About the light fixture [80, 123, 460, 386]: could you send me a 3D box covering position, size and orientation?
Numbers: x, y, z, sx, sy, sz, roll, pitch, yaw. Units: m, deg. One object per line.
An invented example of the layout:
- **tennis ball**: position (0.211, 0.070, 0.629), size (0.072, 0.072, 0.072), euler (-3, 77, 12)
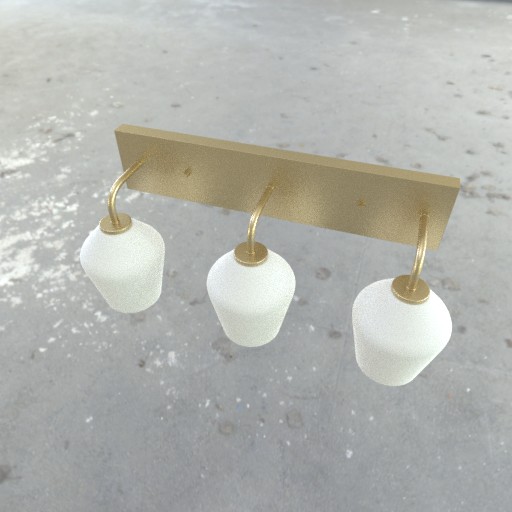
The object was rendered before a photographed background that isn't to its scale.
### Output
- **light fixture**: position (0.000, 0.000, 0.703), size (0.609, 0.280, 0.190), euler (13, 44, 14)
